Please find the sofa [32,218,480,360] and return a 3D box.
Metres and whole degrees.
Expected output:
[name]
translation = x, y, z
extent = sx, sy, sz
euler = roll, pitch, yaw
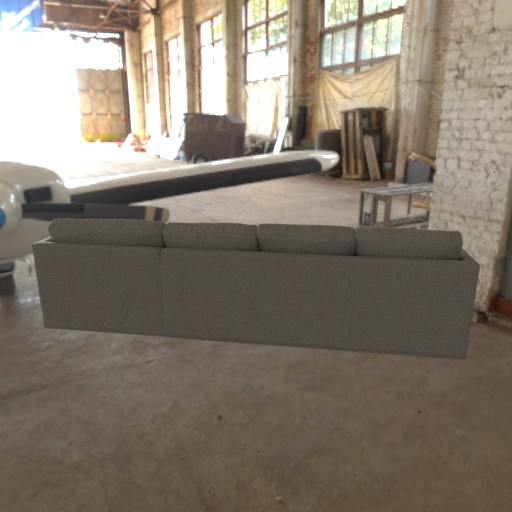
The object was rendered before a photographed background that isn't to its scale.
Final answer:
[sofa]
translation = 0.000, 0.000, 3.905
extent = 3.177, 0.867, 1.622
euler = 3, 17, 9
